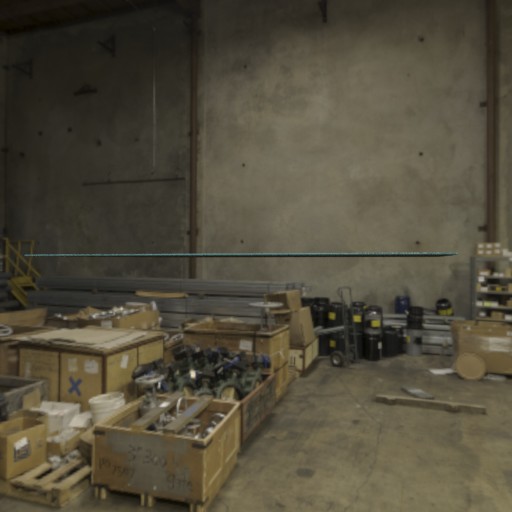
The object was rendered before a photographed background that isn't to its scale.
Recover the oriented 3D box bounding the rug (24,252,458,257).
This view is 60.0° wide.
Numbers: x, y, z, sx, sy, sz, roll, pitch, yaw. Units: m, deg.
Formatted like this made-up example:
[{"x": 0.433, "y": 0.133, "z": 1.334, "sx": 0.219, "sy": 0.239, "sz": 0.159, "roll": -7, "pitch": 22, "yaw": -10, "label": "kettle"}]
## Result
[{"x": 0.000, "y": 0.000, "z": 2.985, "sx": 2.373, "sy": 0.009, "sz": 1.622, "roll": 0, "pitch": -1, "yaw": 20, "label": "rug"}]
